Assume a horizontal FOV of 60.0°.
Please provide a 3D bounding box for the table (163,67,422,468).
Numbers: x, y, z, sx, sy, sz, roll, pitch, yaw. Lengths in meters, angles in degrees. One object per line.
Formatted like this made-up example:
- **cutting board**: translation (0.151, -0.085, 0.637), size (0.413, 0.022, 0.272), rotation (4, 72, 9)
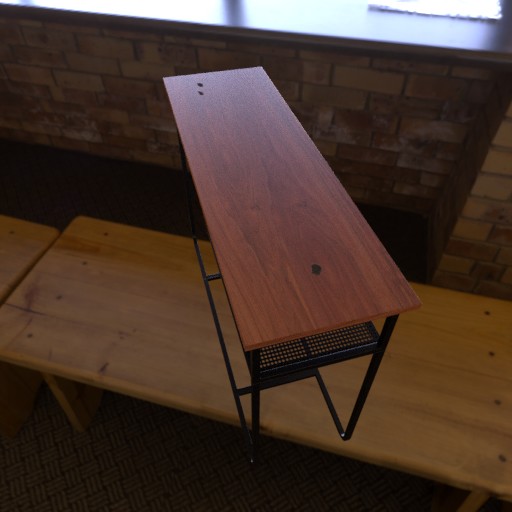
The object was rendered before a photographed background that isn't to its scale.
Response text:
- **table**: translation (0.000, 0.000, 1.450), size (0.350, 0.750, 1.100), rotation (-12, 47, -11)
